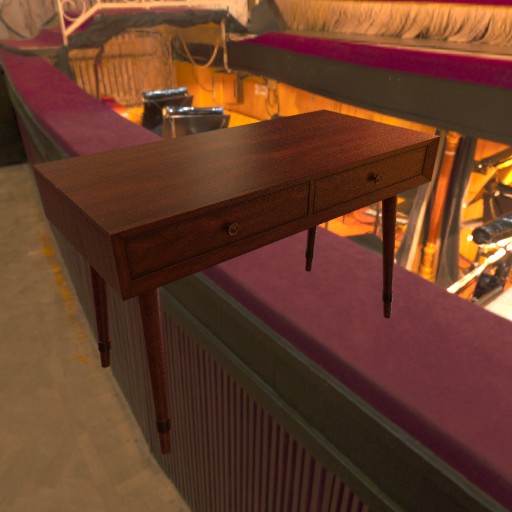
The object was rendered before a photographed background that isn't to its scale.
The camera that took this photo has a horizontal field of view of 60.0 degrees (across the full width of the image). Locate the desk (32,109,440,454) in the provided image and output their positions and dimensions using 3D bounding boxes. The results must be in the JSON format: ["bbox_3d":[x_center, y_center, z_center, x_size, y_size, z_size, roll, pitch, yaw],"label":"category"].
[{"bbox_3d":[0.000,0.000,2.108,1.577,1.031,0.734,-22,36,-33],"label":"desk"}]
